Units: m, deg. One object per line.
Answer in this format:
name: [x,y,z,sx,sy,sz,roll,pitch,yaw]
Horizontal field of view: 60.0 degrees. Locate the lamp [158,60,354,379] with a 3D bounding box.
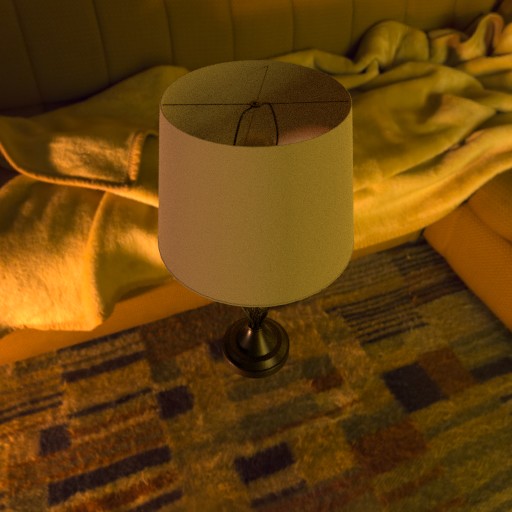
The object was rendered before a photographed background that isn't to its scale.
lamp: [0.000,0.000,0.797,0.331,0.594,0.331,0,45,0]
